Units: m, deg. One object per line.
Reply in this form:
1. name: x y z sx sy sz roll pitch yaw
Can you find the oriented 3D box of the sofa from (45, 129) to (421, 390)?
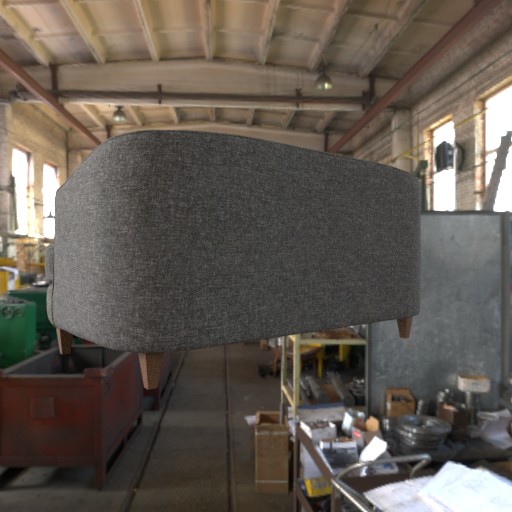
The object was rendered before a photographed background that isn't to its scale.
1. sofa: 0.000 0.000 2.157 1.733 0.855 0.941 0 0 -38
